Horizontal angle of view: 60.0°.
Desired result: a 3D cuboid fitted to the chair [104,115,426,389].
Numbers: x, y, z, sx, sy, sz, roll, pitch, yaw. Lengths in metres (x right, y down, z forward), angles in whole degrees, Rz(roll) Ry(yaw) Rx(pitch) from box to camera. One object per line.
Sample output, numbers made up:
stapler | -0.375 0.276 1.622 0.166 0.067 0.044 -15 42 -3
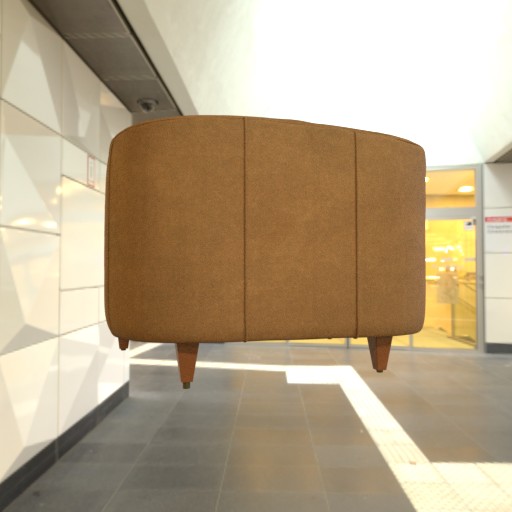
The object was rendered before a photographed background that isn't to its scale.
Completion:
chair | 0.000 0.000 1.715 1.118 0.787 0.914 0 -2 -18
